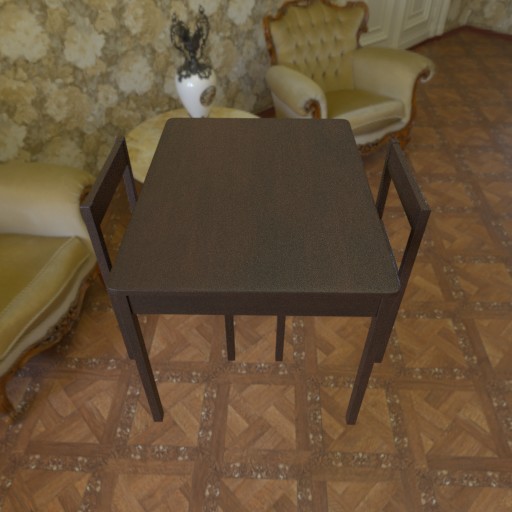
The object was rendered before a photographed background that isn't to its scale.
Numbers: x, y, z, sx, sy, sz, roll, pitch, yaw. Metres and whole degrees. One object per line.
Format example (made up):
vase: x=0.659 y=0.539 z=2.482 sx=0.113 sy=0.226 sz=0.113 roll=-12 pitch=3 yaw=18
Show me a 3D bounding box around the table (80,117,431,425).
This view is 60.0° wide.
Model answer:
table: x=0.000 y=0.000 z=1.116 sx=0.672 sy=0.503 sz=0.650 roll=1 pitch=42 yaw=1
